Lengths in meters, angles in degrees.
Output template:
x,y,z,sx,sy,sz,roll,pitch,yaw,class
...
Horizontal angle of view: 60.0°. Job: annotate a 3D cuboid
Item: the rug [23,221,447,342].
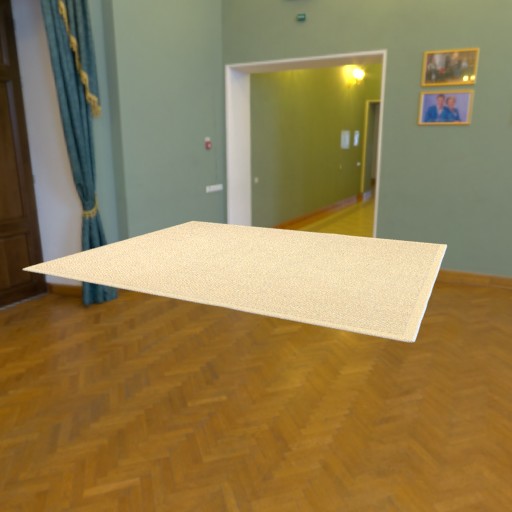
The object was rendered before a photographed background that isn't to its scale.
x,y,z,sx,sy,sz,roll,pitch,yaw,class
0.000,0.000,3.965,3.009,0.019,2.423,7,16,25,rug
